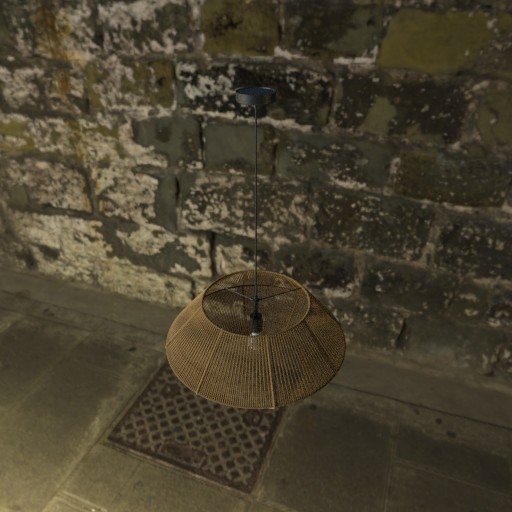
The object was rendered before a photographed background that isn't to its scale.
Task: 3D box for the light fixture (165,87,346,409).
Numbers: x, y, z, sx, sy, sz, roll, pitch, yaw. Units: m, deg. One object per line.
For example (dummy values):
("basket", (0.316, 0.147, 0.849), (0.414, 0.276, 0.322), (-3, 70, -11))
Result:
("light fixture", (0.000, 0.000, 1.418), (0.643, 1.009, 0.643), (0, 32, 0))
